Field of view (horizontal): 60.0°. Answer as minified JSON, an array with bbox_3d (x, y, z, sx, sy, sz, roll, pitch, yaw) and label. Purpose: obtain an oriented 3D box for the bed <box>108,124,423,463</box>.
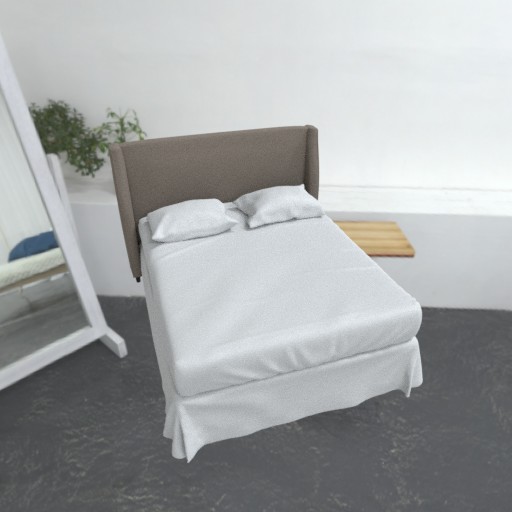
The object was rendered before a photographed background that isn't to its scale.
[{"bbox_3d":[0.000,0.000,3.465,1.925,1.332,2.276,-10,33,-16],"label":"bed"}]
